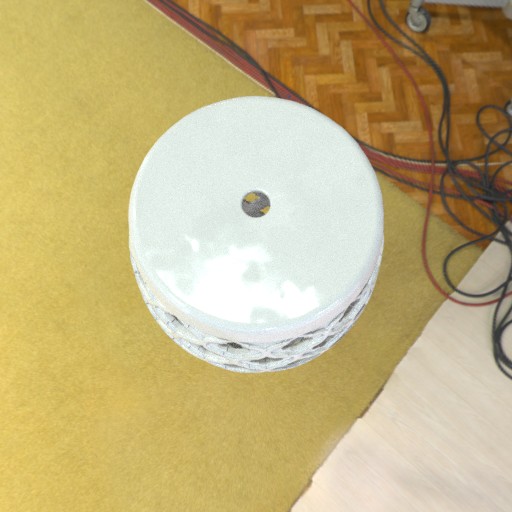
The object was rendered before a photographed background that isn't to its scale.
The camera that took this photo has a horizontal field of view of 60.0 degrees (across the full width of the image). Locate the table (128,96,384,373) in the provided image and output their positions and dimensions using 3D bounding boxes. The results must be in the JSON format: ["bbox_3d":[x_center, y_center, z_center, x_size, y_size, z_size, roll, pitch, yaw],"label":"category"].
[{"bbox_3d":[0.000,0.000,0.634,0.325,0.388,0.325,0,74,0],"label":"table"}]
